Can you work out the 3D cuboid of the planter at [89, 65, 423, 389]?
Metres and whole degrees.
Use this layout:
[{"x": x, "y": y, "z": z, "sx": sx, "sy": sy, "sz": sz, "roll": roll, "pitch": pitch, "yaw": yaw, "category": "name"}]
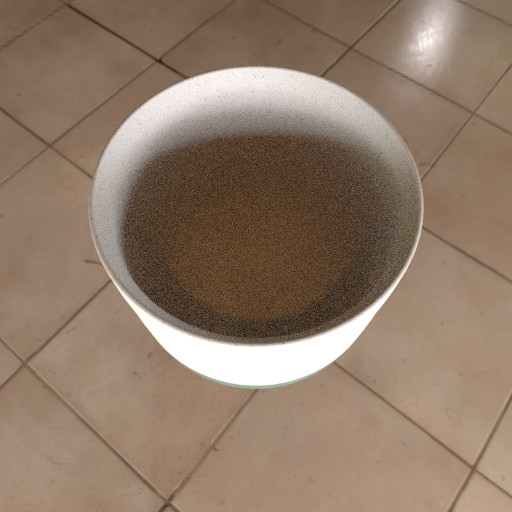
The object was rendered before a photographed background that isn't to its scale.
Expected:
[{"x": 0.000, "y": 0.000, "z": 0.476, "sx": 0.268, "sy": 0.270, "sz": 0.268, "roll": 0, "pitch": 65, "yaw": 0, "category": "planter"}]
